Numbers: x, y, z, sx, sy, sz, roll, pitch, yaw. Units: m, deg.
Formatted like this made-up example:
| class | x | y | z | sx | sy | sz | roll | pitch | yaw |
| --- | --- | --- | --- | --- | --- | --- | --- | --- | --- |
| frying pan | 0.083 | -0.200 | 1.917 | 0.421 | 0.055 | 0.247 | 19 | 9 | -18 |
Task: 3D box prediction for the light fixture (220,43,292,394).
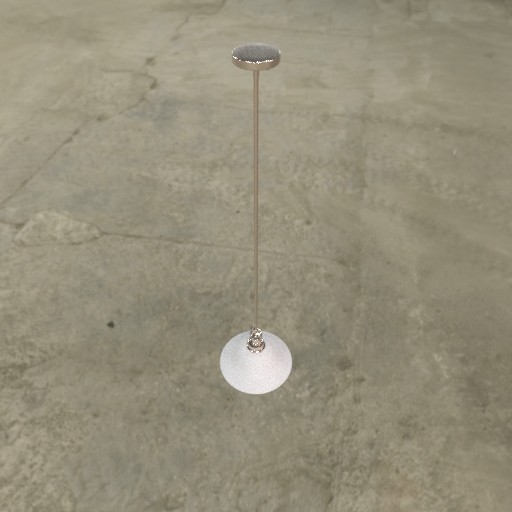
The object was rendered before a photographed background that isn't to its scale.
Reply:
| class | x | y | z | sx | sy | sz | roll | pitch | yaw |
| --- | --- | --- | --- | --- | --- | --- | --- | --- | --- |
| light fixture | 0.000 | 0.000 | 1.511 | 0.324 | 1.354 | 0.324 | 32 | 54 | 27 |
